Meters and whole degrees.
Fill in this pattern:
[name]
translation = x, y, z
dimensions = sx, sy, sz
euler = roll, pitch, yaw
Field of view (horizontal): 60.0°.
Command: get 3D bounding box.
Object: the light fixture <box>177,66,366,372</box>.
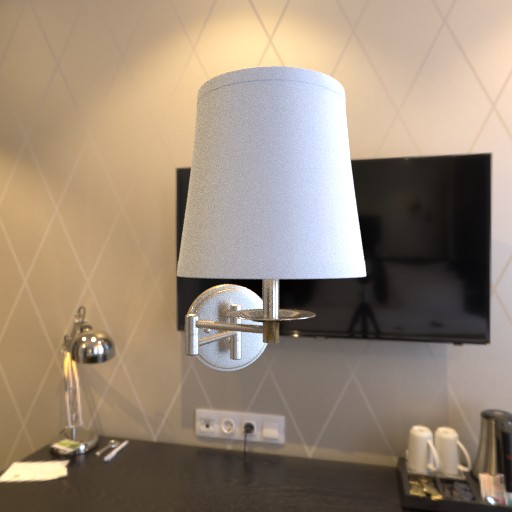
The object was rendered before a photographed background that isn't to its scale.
[light fixture]
translation = 0.000, 0.000, 0.594
dimensions = 0.223, 0.381, 0.348
euler = 0, -1, -17
